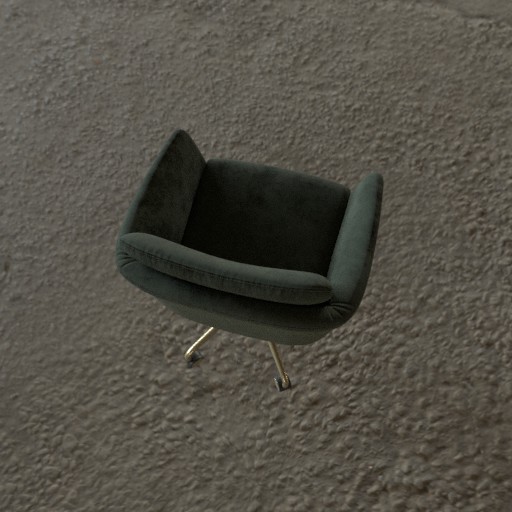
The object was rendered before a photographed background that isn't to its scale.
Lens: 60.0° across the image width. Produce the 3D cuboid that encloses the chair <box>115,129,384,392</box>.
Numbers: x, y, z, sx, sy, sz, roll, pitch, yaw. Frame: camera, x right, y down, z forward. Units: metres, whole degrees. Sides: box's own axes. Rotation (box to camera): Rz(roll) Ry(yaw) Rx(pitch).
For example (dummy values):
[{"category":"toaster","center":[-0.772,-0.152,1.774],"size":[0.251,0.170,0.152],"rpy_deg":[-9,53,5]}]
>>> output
[{"category":"chair","center":[0.000,0.000,1.383],"size":[0.641,0.908,0.635],"rpy_deg":[13,64,7]}]
